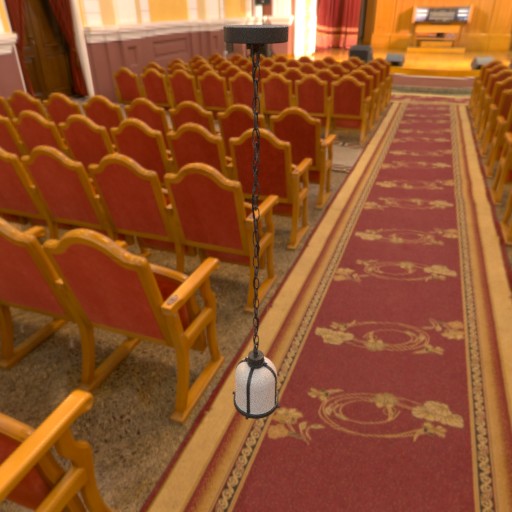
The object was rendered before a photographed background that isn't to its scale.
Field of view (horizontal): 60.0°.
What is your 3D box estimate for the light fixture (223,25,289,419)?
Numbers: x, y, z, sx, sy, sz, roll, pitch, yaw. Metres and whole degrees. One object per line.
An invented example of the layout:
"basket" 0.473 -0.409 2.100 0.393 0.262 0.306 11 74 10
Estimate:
"light fixture" 0.000 0.000 1.281 0.178 1.181 0.178 11 31 18
